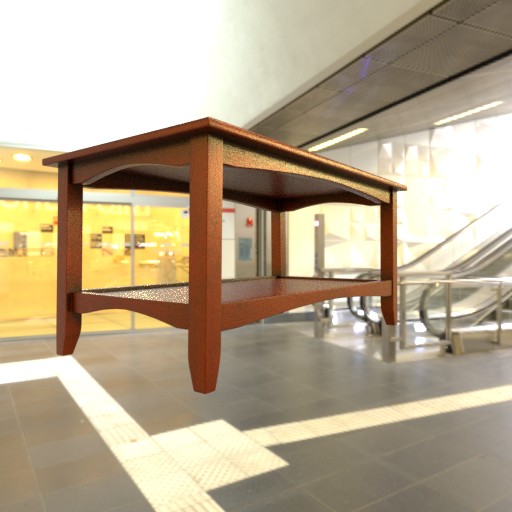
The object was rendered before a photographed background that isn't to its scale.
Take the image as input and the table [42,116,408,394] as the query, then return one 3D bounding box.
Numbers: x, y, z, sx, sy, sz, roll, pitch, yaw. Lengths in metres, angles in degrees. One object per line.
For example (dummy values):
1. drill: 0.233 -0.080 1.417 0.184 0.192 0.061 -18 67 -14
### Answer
1. table: 0.000 0.000 1.244 0.533 0.456 0.943 0 1 37
